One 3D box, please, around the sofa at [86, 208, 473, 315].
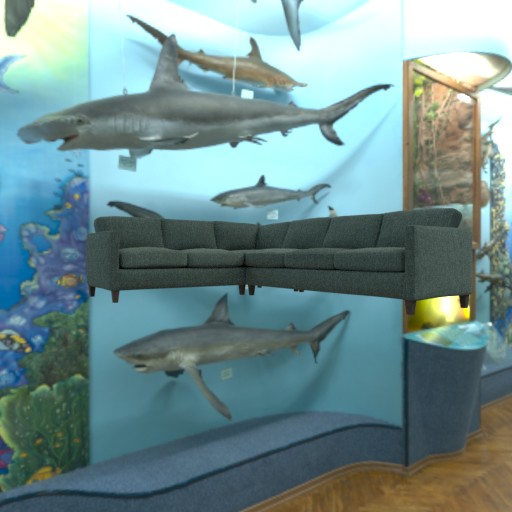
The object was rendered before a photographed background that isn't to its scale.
[{"bbox_3d":[0.000,0.000,4.594,2.593,0.947,3.302,0,0,-36],"label":"sofa"}]
